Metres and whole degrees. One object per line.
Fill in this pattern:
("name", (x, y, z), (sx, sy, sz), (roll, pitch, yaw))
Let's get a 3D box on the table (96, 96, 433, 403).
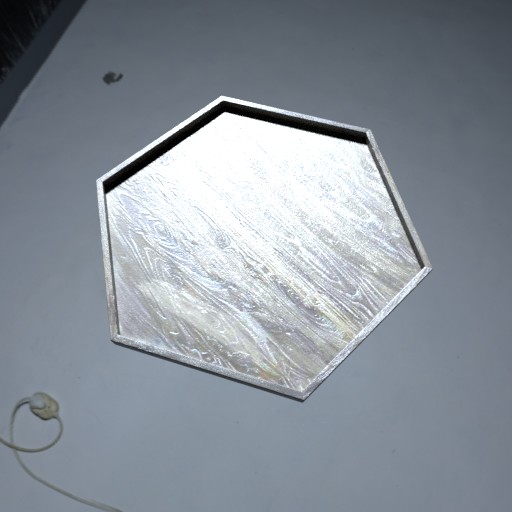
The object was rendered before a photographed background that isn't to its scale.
("table", (0.000, 0.000, 1.625), (1.115, 0.488, 0.966), (15, 65, 7))
